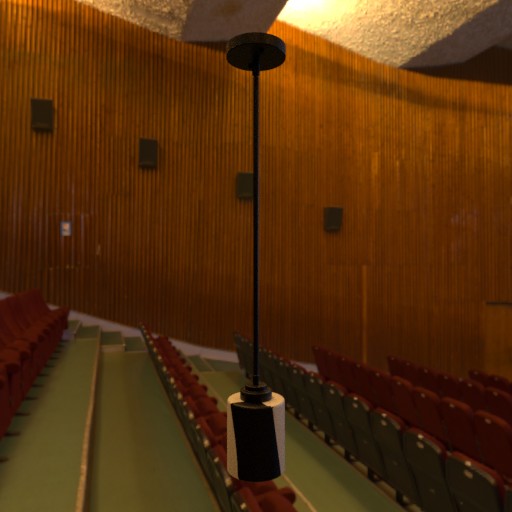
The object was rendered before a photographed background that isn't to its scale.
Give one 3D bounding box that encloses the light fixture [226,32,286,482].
[{"bbox_3d":[0.000,0.000,0.910,0.123,0.863,0.123,0,-1,-19],"label":"light fixture"}]
